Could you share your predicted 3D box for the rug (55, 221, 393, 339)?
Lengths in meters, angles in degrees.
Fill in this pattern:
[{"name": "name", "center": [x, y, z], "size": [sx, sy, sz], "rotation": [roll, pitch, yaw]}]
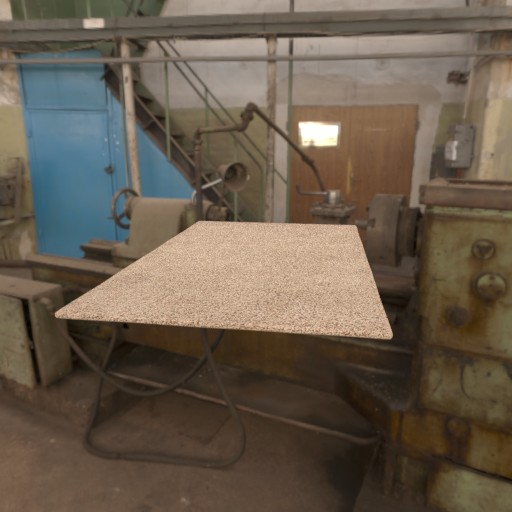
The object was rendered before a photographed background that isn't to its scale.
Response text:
[{"name": "rug", "center": [0.000, 0.000, 3.104], "size": [1.524, 0.030, 2.438], "rotation": [2, 15, 9]}]
